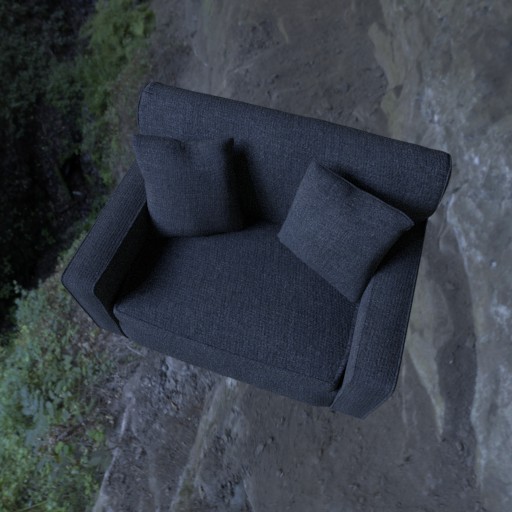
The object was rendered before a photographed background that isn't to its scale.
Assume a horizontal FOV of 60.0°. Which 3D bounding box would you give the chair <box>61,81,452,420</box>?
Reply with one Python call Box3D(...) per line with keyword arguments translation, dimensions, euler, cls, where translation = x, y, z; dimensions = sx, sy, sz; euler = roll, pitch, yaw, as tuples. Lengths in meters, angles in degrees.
Box3D(translation=(0.000, 0.000, 2.037), dimensions=(1.383, 0.948, 1.000), euler=(17, 61, 9), cls="chair")
